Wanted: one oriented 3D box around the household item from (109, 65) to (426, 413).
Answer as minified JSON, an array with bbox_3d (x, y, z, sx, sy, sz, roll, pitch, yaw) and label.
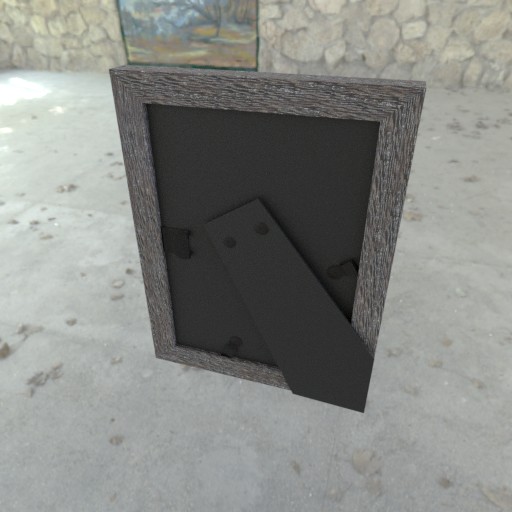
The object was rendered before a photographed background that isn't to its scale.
[{"bbox_3d":[0.000,0.000,0.274,0.160,0.210,0.020,9,33,15],"label":"household item"}]
